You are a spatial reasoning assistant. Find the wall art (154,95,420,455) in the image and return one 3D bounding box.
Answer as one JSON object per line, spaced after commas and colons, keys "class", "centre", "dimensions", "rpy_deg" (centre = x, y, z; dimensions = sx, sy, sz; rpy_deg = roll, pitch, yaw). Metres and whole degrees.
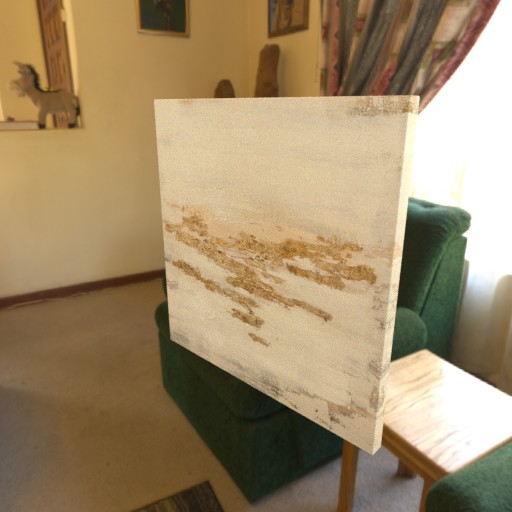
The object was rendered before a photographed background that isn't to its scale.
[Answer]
{"class": "wall art", "centre": [0.000, 0.000, 1.125], "dimensions": [0.753, 0.755, 0.038], "rpy_deg": [17, 25, 41]}
